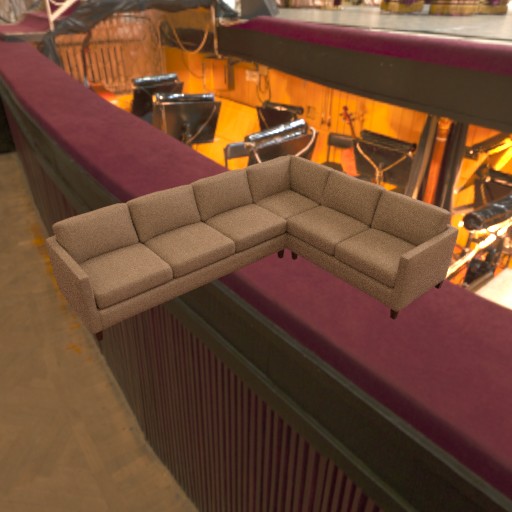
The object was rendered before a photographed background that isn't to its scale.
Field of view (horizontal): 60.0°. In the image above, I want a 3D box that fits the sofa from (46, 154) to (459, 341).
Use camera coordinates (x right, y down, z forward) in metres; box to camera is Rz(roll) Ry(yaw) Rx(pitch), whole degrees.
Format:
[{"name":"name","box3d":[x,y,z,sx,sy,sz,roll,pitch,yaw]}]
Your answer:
[{"name":"sofa","box3d":[0.000,0.000,4.498,3.333,0.934,2.522,-23,39,-33]}]
